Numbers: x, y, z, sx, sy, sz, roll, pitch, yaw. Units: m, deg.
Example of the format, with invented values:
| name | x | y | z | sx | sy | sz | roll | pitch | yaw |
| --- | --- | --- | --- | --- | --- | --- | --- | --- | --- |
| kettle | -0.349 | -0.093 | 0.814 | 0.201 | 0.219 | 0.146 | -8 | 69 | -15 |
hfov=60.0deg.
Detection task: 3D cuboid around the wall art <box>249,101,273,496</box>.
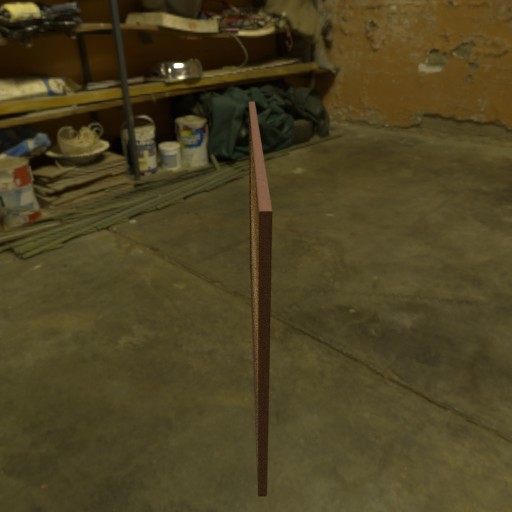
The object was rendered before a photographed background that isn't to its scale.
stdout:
| name | x | y | z | sx | sy | sz | roll | pitch | yaw |
| --- | --- | --- | --- | --- | --- | --- | --- | --- | --- |
| wall art | 0.000 | 0.000 | 0.840 | 0.014 | 0.455 | 0.660 | -1 | 28 | -1 |
